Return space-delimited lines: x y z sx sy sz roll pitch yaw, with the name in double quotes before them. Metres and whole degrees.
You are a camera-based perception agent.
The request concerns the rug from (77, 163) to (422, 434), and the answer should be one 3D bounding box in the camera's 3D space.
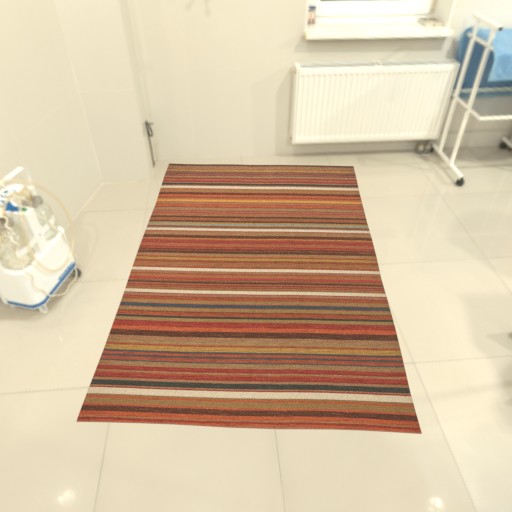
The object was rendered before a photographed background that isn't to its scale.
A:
"rug" 0.000 0.000 2.238 1.217 0.007 1.828 1 41 1
